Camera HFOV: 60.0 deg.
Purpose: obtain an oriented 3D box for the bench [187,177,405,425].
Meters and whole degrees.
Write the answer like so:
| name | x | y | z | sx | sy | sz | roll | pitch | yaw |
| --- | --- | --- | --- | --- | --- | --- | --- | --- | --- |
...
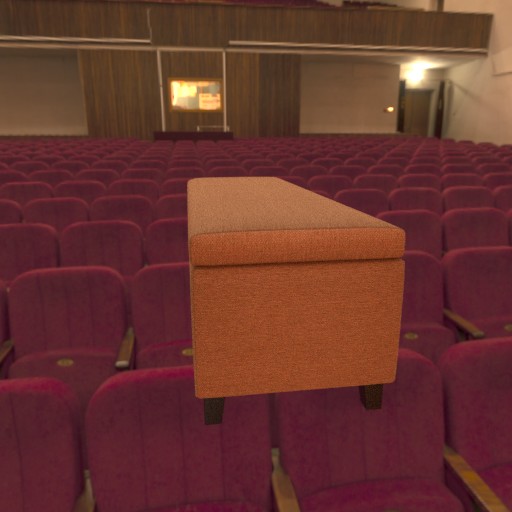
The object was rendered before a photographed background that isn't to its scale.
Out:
| name | x | y | z | sx | sy | sz | roll | pitch | yaw |
| --- | --- | --- | --- | --- | --- | --- | --- | --- | --- |
| bench | 0.000 | 0.000 | 1.505 | 0.446 | 0.438 | 1.269 | -2 | 15 | -8 |
